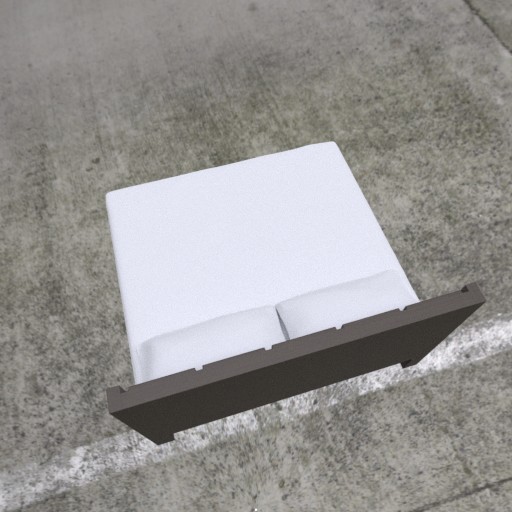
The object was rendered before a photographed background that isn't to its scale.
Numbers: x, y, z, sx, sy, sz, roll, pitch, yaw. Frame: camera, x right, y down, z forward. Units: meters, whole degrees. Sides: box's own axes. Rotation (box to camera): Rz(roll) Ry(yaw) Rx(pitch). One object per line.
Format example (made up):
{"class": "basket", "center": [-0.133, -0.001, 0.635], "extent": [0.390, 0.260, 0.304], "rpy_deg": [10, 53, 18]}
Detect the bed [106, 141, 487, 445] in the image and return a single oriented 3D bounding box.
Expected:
{"class": "bed", "center": [0.000, 0.000, 3.393], "extent": [2.134, 1.270, 2.012], "rpy_deg": [-15, 61, -8]}
